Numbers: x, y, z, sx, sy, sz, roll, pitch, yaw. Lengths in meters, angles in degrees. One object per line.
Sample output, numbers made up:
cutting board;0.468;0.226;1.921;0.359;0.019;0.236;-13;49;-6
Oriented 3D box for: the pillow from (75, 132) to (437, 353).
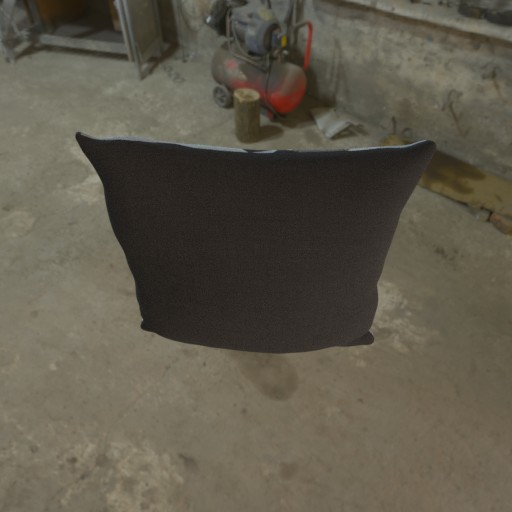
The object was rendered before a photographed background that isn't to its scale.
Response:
pillow;0.000;0.000;0.779;0.503;0.496;0.208;3;47;3
